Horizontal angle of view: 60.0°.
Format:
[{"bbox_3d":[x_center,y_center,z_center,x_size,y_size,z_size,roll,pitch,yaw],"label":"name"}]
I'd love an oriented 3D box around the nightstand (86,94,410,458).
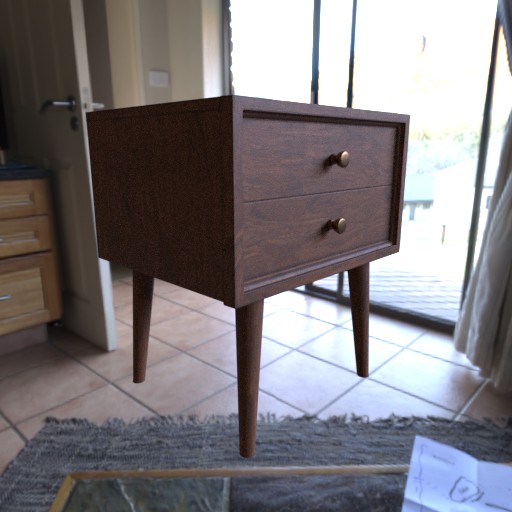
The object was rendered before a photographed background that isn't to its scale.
[{"bbox_3d":[0.000,0.000,0.987,0.445,0.607,0.521,13,19,43],"label":"nightstand"}]
